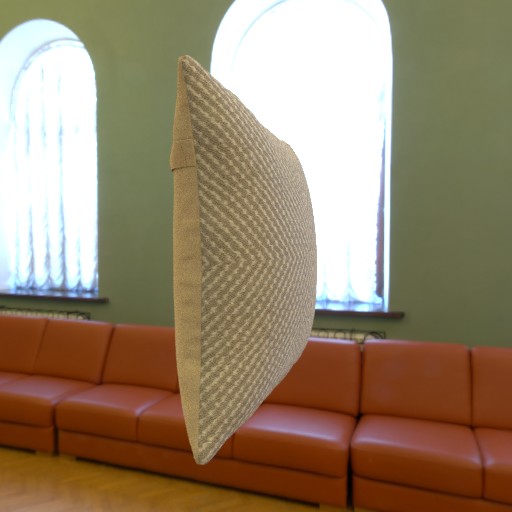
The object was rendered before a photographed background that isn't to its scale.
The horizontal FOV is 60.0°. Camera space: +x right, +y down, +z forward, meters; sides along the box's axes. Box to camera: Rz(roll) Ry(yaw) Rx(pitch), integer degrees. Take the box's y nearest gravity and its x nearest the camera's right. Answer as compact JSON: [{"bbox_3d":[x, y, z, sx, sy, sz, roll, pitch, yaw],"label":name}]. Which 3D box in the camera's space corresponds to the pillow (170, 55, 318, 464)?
[{"bbox_3d":[0.000,0.000,0.702,0.181,0.458,0.459,1,2,18],"label":"pillow"}]
